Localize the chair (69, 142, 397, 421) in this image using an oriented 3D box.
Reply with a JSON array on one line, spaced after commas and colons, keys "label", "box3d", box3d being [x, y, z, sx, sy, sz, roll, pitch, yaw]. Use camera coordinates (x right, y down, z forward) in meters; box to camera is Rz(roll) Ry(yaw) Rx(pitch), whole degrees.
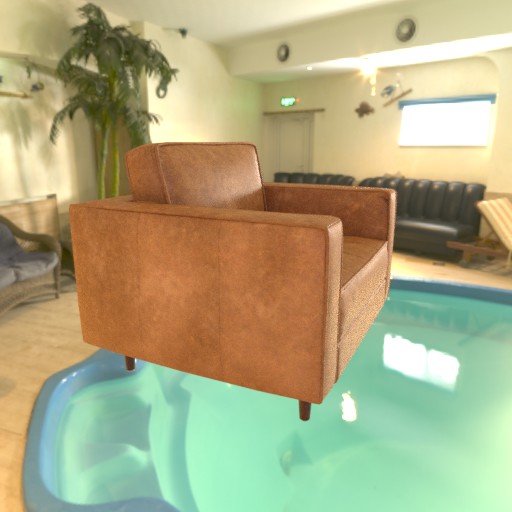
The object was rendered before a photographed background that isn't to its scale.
[{"label": "chair", "box3d": [0.000, 0.000, 1.534, 0.798, 0.767, 0.928, 7, 16, 25]}]
